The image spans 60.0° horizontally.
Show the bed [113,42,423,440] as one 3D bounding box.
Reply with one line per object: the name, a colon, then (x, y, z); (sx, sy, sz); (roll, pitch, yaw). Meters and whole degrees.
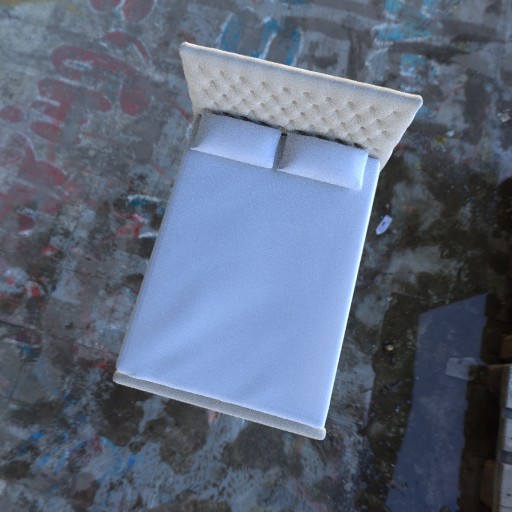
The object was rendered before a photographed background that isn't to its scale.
bed: (0.000, 0.000, 3.392); (1.698, 1.427, 2.387); (14, 76, 4)
